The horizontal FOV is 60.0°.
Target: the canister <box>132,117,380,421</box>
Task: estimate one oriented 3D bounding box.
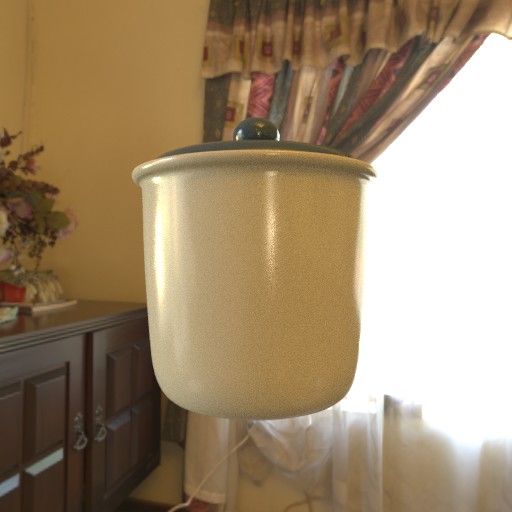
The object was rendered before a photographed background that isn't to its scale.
[{"bbox_3d":[0.000,0.000,0.337,0.182,0.208,0.182,0,0,0],"label":"canister"}]
